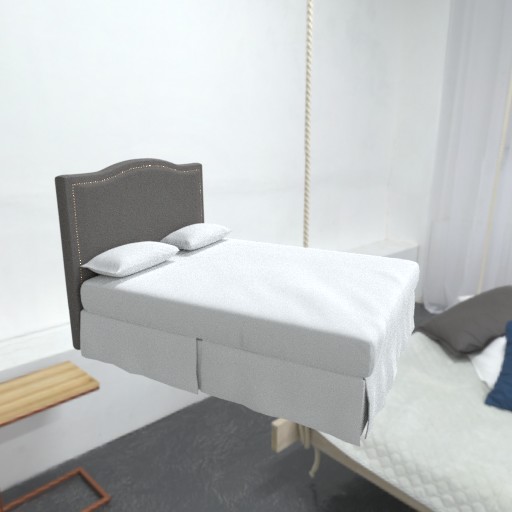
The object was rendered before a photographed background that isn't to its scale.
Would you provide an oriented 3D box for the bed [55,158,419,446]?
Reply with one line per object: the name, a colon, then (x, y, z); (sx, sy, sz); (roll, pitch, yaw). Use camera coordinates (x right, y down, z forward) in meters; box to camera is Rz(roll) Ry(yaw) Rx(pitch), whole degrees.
bed: (0.000, 0.000, 3.451); (2.282, 1.436, 1.821); (8, 17, 26)
